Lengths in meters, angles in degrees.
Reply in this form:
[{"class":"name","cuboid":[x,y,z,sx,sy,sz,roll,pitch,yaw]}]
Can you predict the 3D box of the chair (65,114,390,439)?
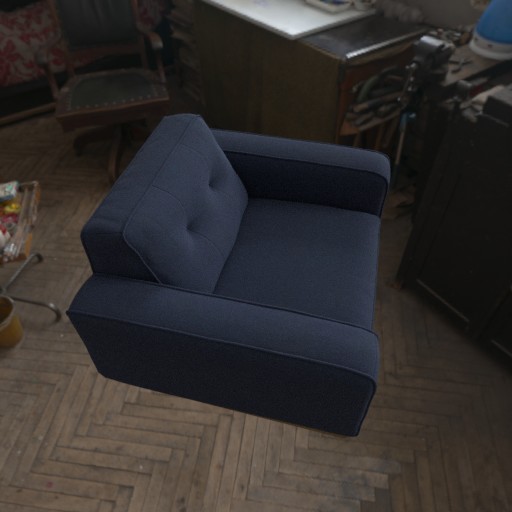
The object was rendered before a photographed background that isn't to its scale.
[{"class":"chair","cuboid":[0.000,0.000,1.746,0.953,0.783,1.118,10,48,9]}]
